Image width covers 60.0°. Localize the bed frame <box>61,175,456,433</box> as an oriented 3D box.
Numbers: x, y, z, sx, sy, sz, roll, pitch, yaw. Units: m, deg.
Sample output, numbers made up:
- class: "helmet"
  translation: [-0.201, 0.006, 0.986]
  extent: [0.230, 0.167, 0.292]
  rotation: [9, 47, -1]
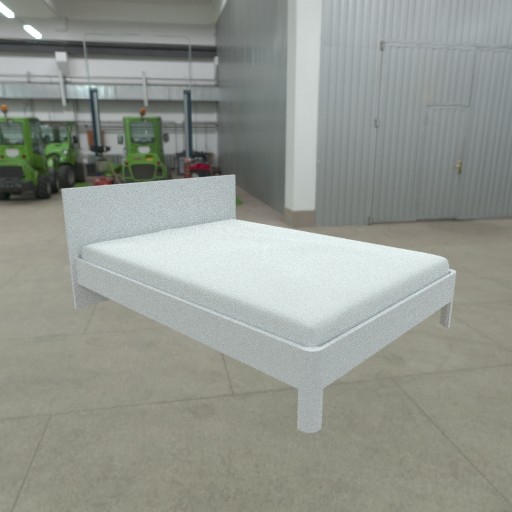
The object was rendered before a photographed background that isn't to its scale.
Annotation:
- class: "bed frame"
  translation: [0.000, 0.000, 2.756]
  extent: [1.950, 0.800, 1.490]
  rotation: [14, 20, 42]
